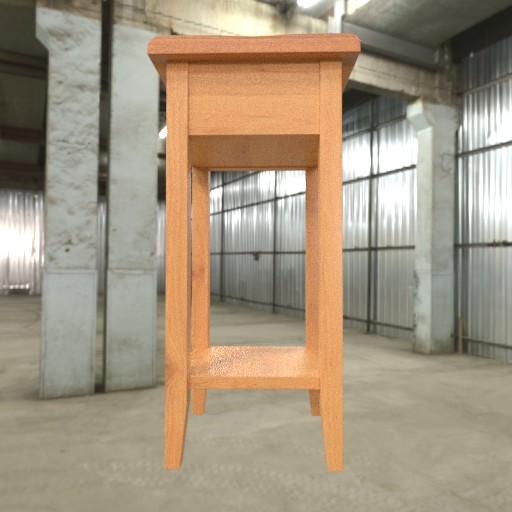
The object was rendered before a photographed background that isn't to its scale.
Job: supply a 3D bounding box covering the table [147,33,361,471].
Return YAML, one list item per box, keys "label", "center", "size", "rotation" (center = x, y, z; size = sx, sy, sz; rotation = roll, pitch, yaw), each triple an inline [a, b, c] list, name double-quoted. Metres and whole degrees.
- label: "table"
  center: [0.000, 0.000, 0.918]
  size: [0.360, 0.740, 0.360]
  rotation: [0, -1, 1]
